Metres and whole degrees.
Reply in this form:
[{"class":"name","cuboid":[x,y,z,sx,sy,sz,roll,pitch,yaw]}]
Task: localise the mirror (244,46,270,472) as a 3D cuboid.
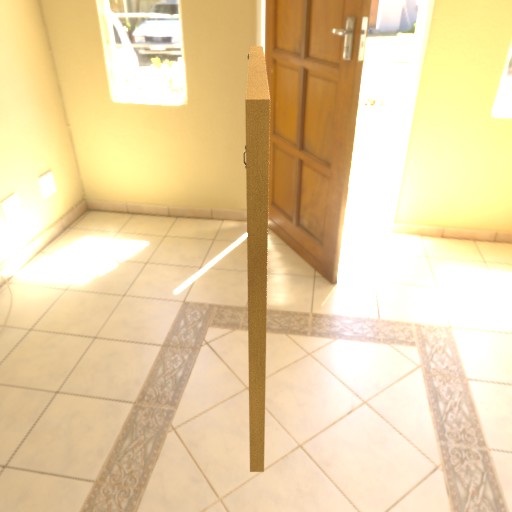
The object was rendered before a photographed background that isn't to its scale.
[{"class":"mirror","cuboid":[0.000,0.000,1.144,0.040,0.915,0.609,0,32,0]}]
